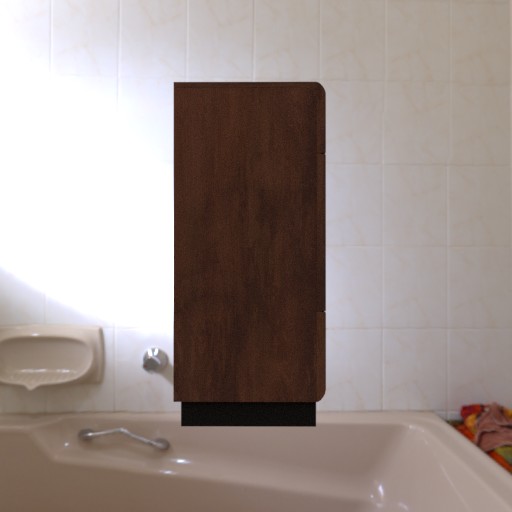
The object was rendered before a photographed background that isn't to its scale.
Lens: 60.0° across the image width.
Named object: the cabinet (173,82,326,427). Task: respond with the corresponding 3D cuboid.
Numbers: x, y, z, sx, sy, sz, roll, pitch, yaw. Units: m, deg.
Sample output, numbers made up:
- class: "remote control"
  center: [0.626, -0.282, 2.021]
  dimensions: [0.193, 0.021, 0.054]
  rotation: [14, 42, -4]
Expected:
- class: "cabinet"
  center: [0.000, 0.000, 1.950]
  dimensions: [0.420, 0.900, 1.600]
  rotation: [0, 0, 0]
